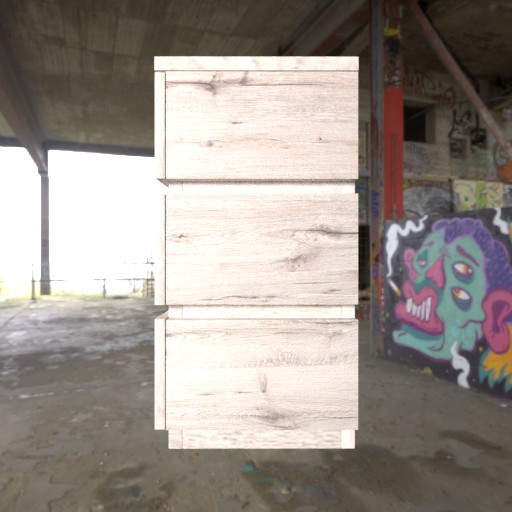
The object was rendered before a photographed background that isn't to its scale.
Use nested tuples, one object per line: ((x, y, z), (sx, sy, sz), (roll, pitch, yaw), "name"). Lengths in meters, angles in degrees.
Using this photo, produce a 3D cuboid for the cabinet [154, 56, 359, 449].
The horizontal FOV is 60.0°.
((0.000, 0.000, 1.430), (0.420, 0.820, 1.040), (0, 0, 0), "cabinet")
